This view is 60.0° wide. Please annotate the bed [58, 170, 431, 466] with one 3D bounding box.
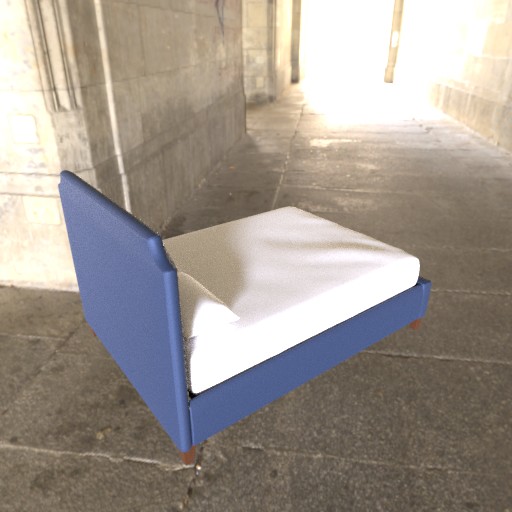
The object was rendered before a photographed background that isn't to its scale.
[{"bbox_3d":[0.000,0.000,3.478,2.372,1.443,1.712,-18,32,-33],"label":"bed"}]
